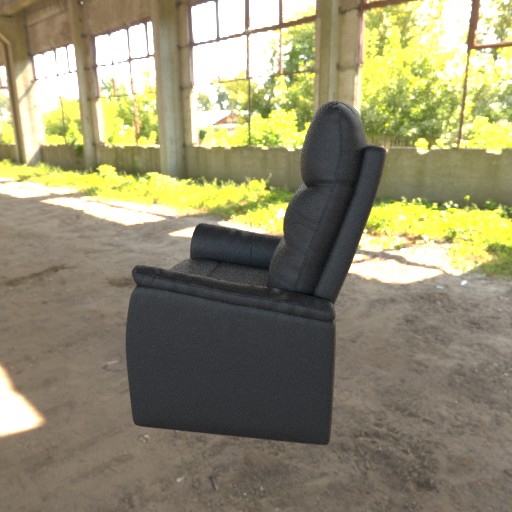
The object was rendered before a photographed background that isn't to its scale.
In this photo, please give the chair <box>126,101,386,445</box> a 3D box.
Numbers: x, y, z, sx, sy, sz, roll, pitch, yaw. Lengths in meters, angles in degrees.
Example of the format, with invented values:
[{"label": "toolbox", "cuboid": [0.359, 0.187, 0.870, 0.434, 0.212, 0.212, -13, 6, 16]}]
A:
[{"label": "chair", "cuboid": [0.000, 0.000, 1.664, 0.831, 1.082, 0.775, 2, 15, 9]}]
